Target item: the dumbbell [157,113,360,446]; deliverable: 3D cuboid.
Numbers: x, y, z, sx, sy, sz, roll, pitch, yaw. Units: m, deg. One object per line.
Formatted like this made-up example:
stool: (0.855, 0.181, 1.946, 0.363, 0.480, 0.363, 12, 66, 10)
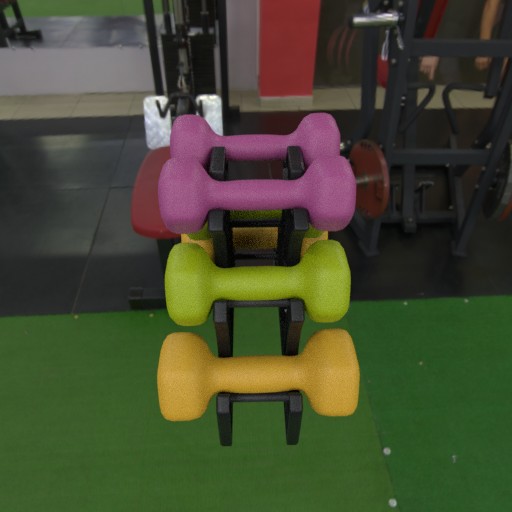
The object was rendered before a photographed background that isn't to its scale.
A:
dumbbell: (0.000, 0.000, 0.470, 0.190, 0.271, 0.300, -1, 43, -1)
